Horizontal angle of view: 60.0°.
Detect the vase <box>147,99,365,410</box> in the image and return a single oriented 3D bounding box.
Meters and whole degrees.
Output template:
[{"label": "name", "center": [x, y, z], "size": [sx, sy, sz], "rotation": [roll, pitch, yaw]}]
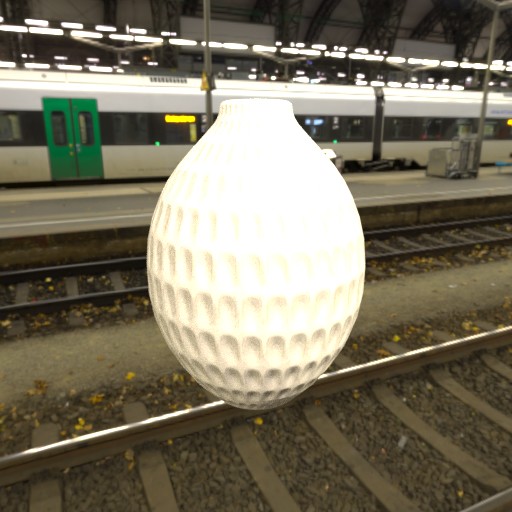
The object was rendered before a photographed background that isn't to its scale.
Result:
[{"label": "vase", "center": [0.000, 0.000, 0.337], "size": [0.162, 0.223, 0.162], "rotation": [0, 16, 0]}]
